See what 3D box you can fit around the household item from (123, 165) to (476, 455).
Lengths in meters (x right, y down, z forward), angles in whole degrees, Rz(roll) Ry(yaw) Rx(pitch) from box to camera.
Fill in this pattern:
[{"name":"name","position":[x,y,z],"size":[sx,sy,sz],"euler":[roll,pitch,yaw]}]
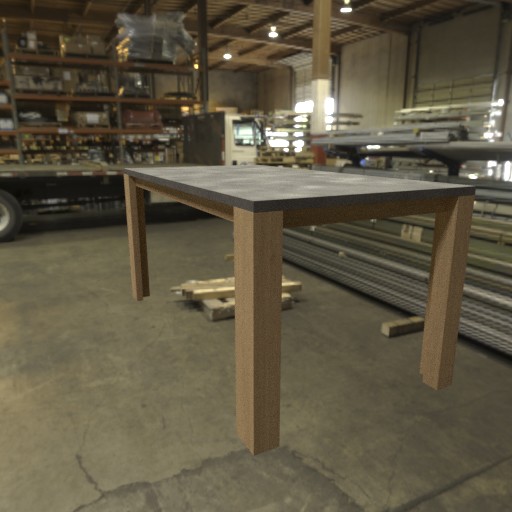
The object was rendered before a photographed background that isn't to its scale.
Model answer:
[{"name":"household item","position":[0.000,0.000,2.094],"size":[0.850,0.755,1.600],"euler":[-7,16,-27]}]
